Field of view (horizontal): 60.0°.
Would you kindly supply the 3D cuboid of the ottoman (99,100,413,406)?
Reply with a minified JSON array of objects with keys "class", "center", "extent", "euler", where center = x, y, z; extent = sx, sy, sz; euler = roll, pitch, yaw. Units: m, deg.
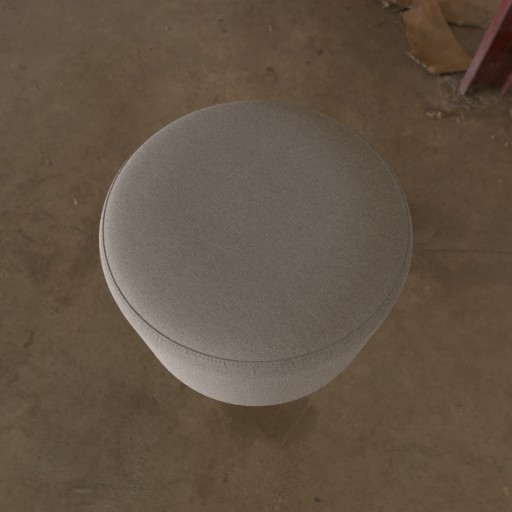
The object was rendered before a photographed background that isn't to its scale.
[{"class":"ottoman","center":[0.000,0.000,1.006],"extent":[0.608,0.433,0.608],"euler":[0,63,0]}]
